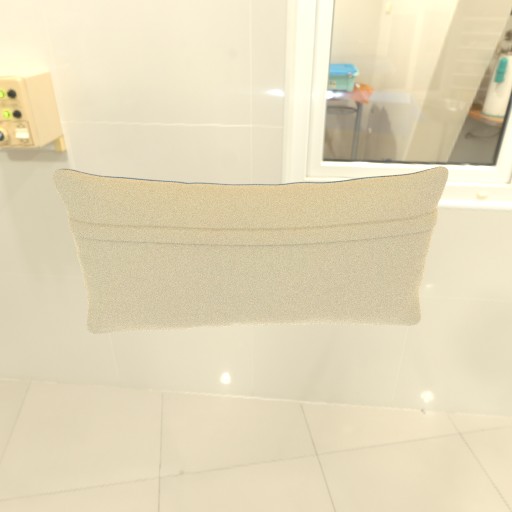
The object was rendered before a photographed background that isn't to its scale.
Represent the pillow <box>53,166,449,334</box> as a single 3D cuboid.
[{"bbox_3d":[0.000,0.000,0.736,0.604,0.307,0.148,-1,30,-2],"label":"pillow"}]
